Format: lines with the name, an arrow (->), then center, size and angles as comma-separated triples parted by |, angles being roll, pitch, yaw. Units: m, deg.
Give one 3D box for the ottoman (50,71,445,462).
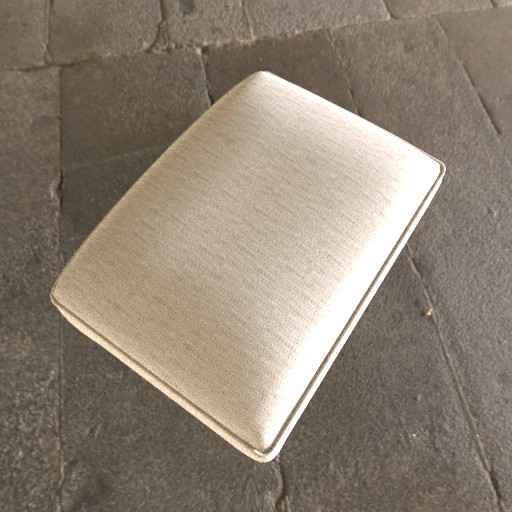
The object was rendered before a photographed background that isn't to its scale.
ottoman -> 0.000, 0.000, 1.133 | 0.594, 0.465, 0.794 | 32, 69, 14
